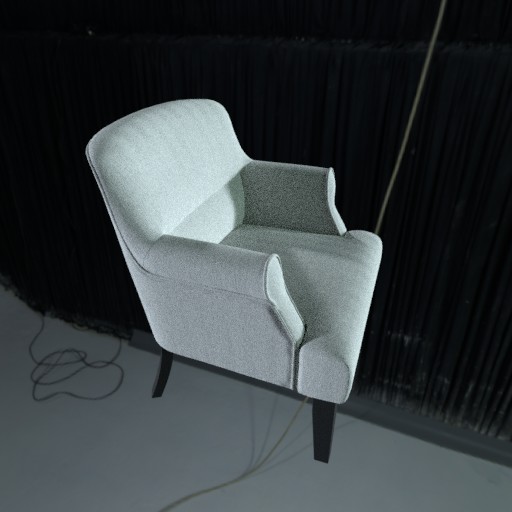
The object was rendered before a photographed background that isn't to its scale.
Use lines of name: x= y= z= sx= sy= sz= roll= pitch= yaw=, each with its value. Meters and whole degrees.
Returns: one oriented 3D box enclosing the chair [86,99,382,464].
chair: x=0.000 y=0.000 z=1.430 sx=0.750 sy=0.875 sz=0.781 roll=10 pitch=31 yaw=17
